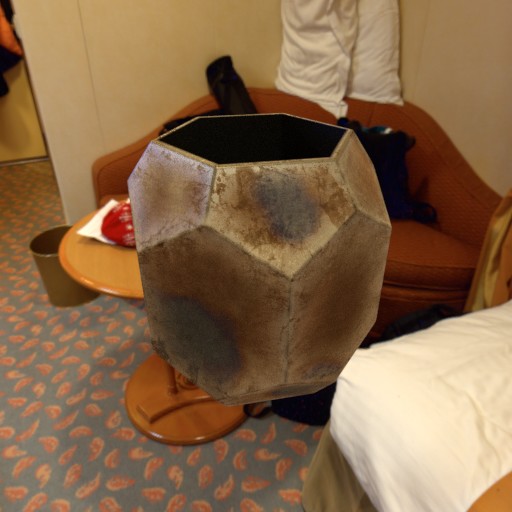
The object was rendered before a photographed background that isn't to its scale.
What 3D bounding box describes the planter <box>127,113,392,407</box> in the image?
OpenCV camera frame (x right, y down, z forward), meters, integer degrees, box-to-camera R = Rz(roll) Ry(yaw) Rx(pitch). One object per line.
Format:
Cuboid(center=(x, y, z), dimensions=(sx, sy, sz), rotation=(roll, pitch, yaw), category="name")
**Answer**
Cuboid(center=(0.000, 0.000, 0.435), dimensions=(0.243, 0.238, 0.221), rotation=(10, 32, 16), category="planter")
